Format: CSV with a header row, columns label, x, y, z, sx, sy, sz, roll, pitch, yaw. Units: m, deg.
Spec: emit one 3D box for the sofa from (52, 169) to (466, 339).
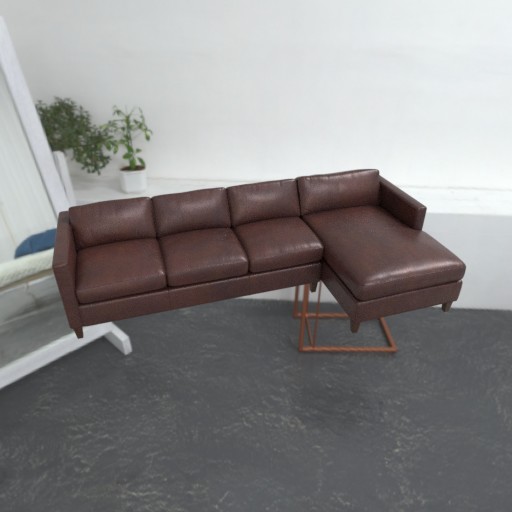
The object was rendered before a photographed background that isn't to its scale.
label,x,y,z,sx,sy,sz,roll,pitch,yaw
sofa,0.000,0.000,3.890,3.203,0.883,1.581,-10,33,-15
